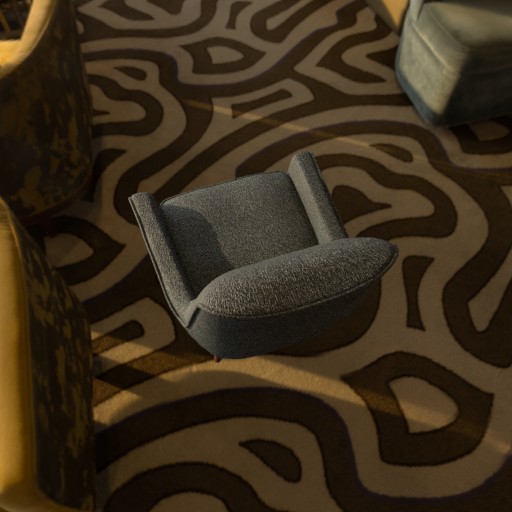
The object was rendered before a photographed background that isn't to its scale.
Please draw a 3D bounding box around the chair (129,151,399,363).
[{"bbox_3d":[0.000,0.000,1.582,0.763,0.883,0.859,-16,59,-10],"label":"chair"}]
